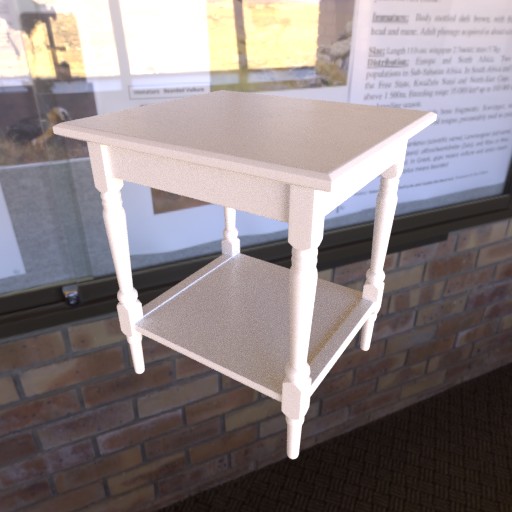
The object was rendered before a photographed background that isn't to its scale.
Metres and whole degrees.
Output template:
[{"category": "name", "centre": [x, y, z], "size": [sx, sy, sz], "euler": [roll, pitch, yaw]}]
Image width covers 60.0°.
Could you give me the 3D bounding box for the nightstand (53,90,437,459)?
[{"category": "nightstand", "centre": [0.000, 0.000, 0.909], "size": [0.505, 0.555, 0.459], "euler": [17, 33, 29]}]
